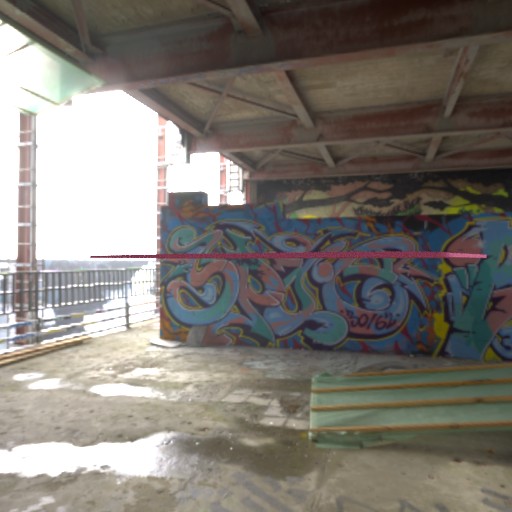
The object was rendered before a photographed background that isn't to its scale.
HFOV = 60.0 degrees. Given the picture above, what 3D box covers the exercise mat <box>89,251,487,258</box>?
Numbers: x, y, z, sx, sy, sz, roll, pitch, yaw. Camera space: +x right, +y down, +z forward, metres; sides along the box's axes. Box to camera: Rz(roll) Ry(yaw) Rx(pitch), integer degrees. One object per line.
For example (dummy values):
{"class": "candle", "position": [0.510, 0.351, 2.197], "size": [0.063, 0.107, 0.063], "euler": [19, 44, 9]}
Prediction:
{"class": "exercise mat", "position": [0.000, 0.000, 2.102], "size": [1.884, 0.021, 0.616], "euler": [0, -1, 37]}
